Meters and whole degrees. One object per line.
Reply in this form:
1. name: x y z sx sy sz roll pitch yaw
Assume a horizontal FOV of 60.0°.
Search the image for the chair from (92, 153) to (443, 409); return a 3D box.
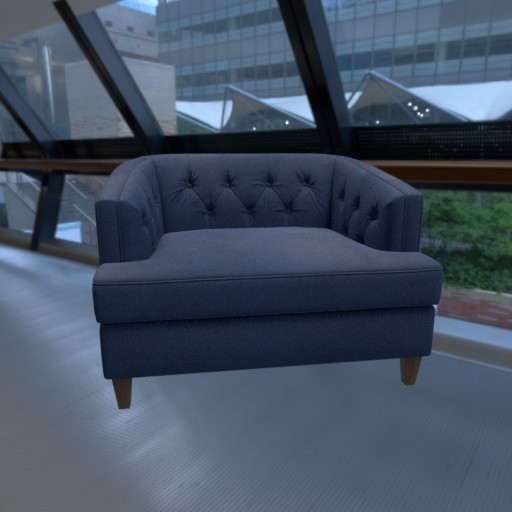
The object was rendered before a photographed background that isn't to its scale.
1. chair: 0.000 0.000 1.785 1.118 0.787 0.914 -2 14 -8
